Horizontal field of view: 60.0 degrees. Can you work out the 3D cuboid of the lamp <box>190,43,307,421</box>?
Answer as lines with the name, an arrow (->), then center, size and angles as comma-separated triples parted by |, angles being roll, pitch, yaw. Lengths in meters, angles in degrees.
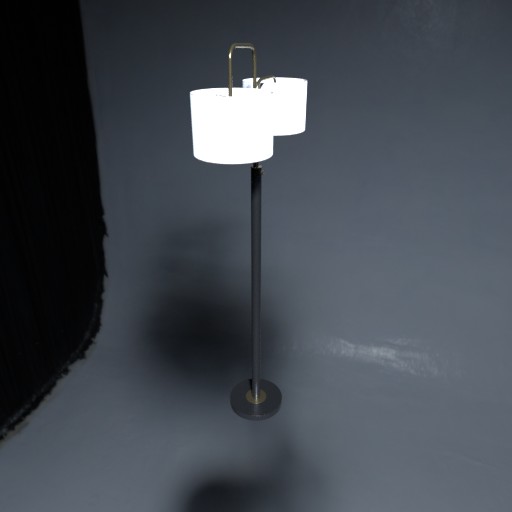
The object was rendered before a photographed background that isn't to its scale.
lamp -> 0.000, 0.000, 1.831 | 0.254, 1.587, 0.711 | 8, 27, 17
